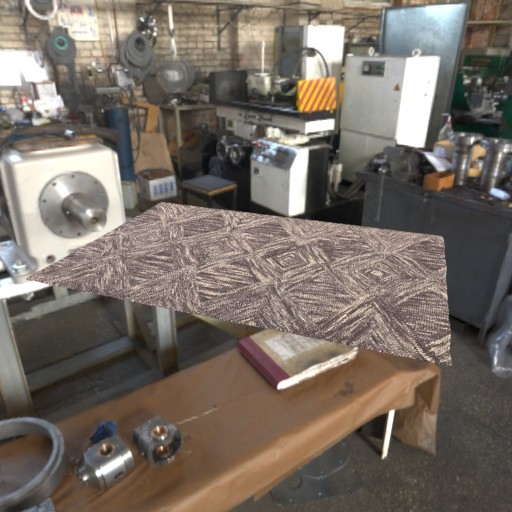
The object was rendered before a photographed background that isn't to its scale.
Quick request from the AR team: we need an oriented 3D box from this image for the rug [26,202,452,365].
[{"bbox_3d":[0.000,0.000,2.255,1.814,0.012,1.186,9,26,18],"label":"rug"}]
